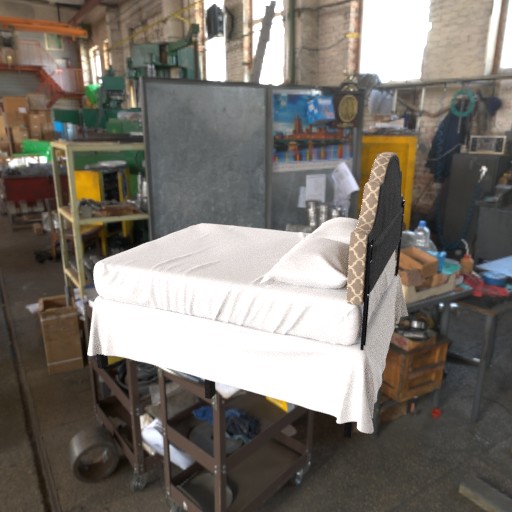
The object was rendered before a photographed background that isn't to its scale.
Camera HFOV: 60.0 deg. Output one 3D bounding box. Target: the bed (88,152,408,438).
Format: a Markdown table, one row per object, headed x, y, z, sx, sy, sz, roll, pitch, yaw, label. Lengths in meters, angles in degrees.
| x | y | z | sx | sy | sz | roll | pitch | yaw | label |
| --- | --- | --- | --- | --- | --- | --- | --- | --- | --- |
| 0.000 | 0.000 | 3.488 | 2.222 | 1.633 | 1.780 | 7 | 18 | 23 | bed |
